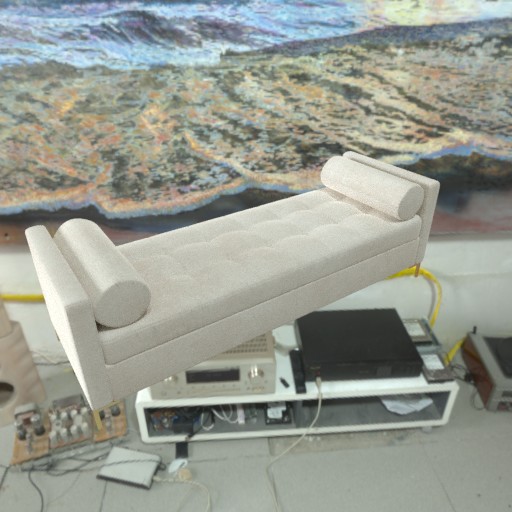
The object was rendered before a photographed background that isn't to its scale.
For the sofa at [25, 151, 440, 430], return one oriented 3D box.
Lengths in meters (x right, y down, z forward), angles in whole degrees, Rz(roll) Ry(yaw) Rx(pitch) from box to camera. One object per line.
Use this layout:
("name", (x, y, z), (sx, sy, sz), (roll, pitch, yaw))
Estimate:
("sofa", (0.000, 0.000, 2.315), (1.981, 0.635, 0.686), (-19, 35, -29))
